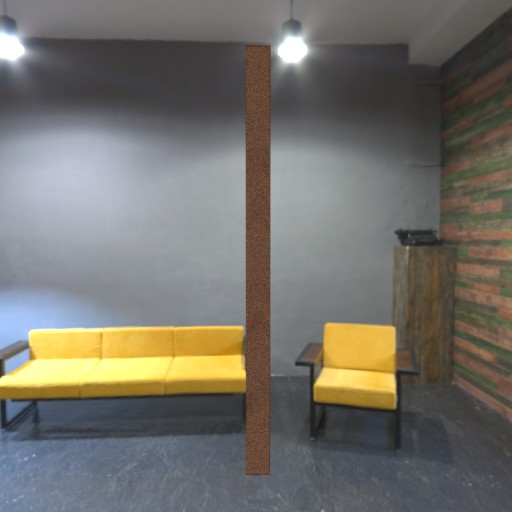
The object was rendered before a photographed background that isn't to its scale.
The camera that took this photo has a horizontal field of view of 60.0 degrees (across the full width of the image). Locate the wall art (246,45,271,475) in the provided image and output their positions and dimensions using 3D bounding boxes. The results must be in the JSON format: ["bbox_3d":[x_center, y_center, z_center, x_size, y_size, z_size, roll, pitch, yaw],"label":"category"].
[{"bbox_3d":[0.000,0.000,0.775,0.029,0.506,0.508,0,2,-1],"label":"wall art"}]
